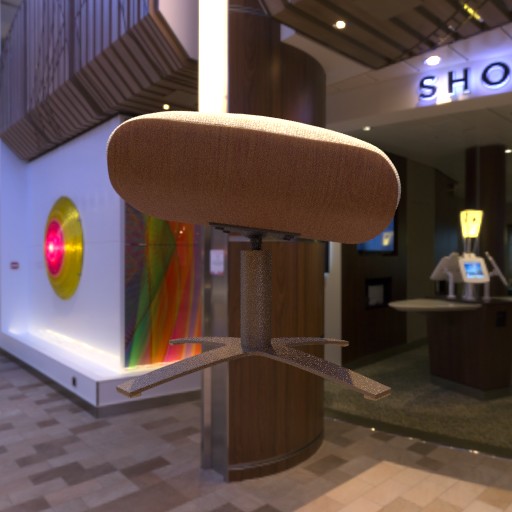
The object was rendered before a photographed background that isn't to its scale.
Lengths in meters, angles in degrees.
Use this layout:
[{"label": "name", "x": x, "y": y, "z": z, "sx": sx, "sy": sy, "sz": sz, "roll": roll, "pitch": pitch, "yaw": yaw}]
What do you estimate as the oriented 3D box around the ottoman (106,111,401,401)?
[{"label": "ottoman", "x": 0.000, "y": 0.000, "z": 0.801, "sx": 0.394, "sy": 0.391, "sz": 0.520, "roll": 0, "pitch": 0, "yaw": 2}]
